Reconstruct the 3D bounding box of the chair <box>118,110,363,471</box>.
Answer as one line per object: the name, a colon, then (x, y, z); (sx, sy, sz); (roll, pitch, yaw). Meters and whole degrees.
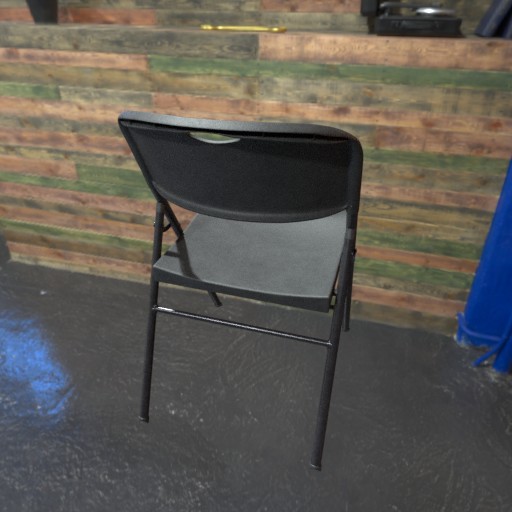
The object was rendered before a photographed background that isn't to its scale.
chair: (0.000, 0.000, 1.132); (0.494, 0.810, 0.566); (9, 32, 15)
